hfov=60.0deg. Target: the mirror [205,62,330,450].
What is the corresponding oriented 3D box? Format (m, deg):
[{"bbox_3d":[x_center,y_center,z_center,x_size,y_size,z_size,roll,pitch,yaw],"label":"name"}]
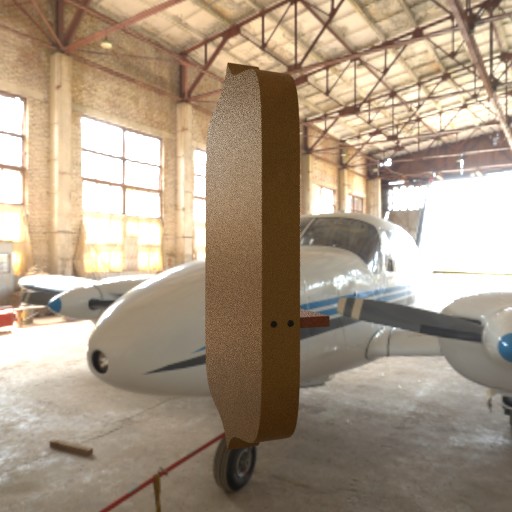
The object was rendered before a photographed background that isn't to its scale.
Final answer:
[{"bbox_3d":[0.000,0.000,0.717,0.096,0.613,0.323,0,0,-19],"label":"mirror"}]
